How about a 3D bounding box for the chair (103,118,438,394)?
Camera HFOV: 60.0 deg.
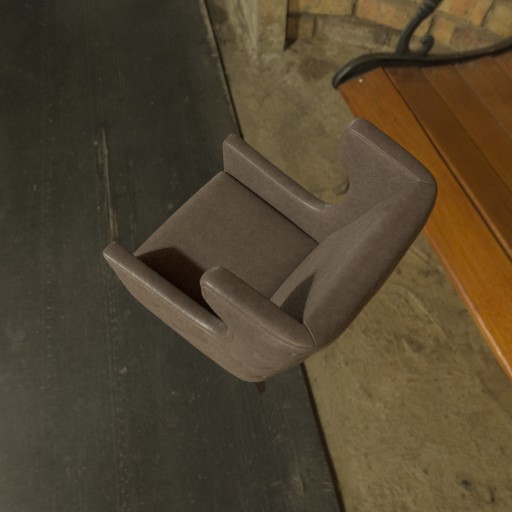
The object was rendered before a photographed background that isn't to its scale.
[{"bbox_3d":[0.000,0.000,1.682,0.899,1.079,0.769,36,69,17],"label":"chair"}]
